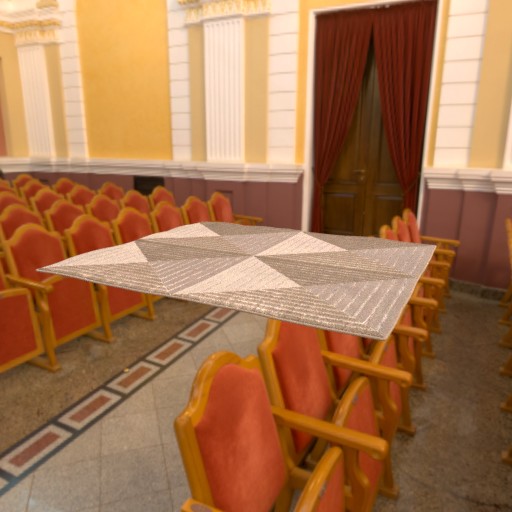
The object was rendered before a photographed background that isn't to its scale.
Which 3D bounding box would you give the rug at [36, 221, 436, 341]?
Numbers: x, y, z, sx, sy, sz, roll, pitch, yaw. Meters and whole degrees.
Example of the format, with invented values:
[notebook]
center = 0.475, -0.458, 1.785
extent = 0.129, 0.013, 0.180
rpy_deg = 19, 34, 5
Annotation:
[rug]
center = 0.000, 0.000, 0.908
extent = 0.642, 0.008, 0.551
rpy_deg = 8, 17, 27
